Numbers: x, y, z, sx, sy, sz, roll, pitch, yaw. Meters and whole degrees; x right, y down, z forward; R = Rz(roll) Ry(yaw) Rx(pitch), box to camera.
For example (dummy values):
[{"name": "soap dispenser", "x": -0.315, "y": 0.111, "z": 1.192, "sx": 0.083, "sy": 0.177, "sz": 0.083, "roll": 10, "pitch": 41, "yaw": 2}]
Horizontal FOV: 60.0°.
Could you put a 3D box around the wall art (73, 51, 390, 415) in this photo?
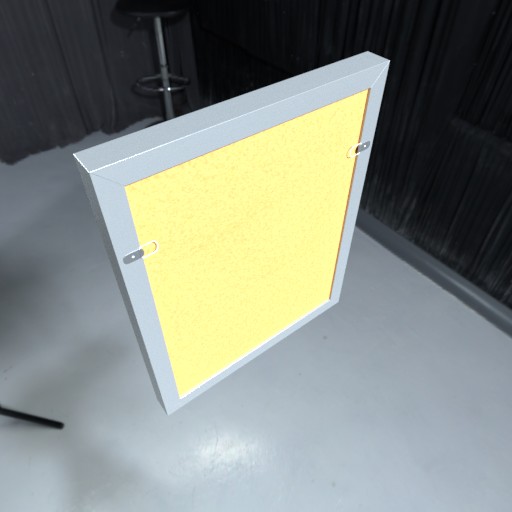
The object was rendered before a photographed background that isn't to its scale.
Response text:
[{"name": "wall art", "x": 0.000, "y": 0.000, "z": 0.511, "sx": 0.308, "sy": 0.379, "sz": 0.030, "roll": -29, "pitch": 52, "yaw": -25}]
